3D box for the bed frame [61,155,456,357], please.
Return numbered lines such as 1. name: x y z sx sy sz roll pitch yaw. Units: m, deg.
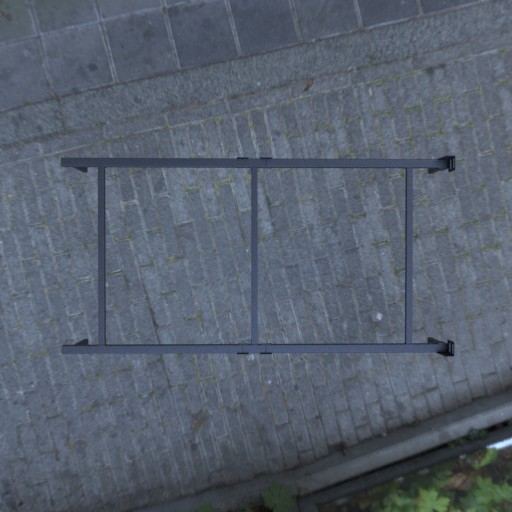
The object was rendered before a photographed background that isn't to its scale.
1. bed frame: 0.000 0.000 2.222 1.897 0.248 0.968 0 91 -1
